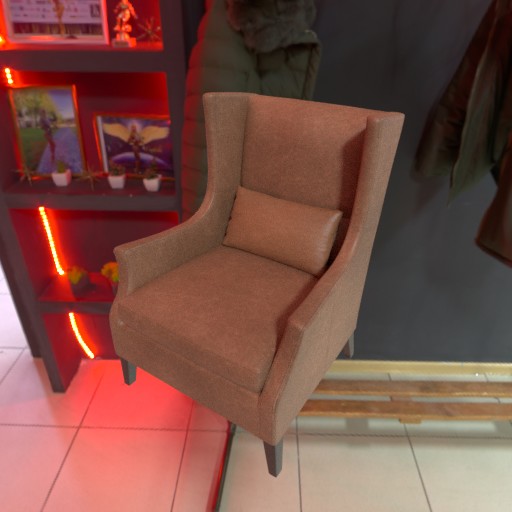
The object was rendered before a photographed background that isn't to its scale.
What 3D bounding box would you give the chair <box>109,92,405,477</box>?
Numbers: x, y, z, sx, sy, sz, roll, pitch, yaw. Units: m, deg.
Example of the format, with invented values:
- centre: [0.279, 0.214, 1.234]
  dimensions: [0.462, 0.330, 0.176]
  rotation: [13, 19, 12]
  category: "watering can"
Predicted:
- centre: [0.000, 0.000, 1.723]
  dimensions: [0.815, 1.088, 0.913]
  rotation: [19, 36, 29]
  category: "chair"
